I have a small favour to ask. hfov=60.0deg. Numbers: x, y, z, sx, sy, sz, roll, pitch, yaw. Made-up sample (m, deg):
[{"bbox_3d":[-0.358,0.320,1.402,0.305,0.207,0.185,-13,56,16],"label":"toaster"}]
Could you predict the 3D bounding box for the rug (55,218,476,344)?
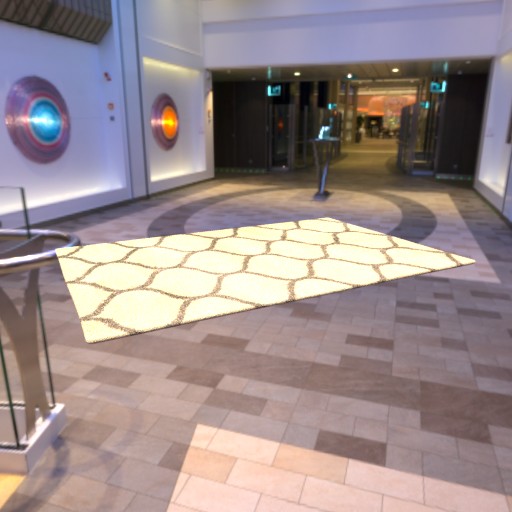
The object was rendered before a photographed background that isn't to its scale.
[{"bbox_3d":[0.000,0.000,3.394,2.701,0.026,1.801,-8,18,-27],"label":"rug"}]
